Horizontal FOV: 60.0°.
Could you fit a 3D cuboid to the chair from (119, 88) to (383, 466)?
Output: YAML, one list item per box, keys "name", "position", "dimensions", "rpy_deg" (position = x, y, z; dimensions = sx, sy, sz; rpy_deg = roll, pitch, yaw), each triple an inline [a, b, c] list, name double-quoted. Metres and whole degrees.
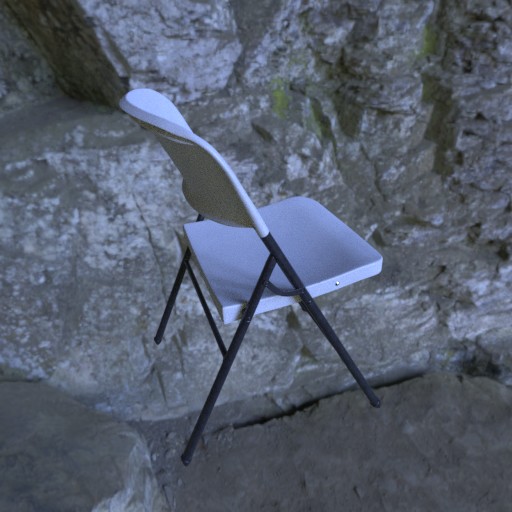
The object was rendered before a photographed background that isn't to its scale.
- name: "chair"
  position: [0.000, 0.000, 1.145]
  dimensions: [0.566, 0.810, 0.494]
  rpy_deg: [-10, 31, -17]
